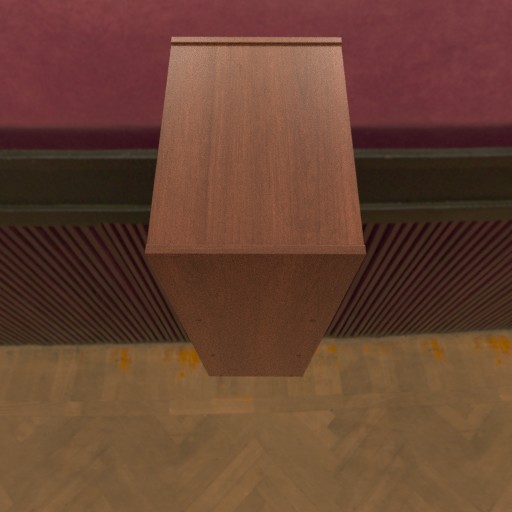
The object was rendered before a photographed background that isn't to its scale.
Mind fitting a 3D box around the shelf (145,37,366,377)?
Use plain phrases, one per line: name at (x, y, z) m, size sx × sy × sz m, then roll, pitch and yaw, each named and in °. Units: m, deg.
shelf at (0.000, 0.000, 1.066) m, size 0.290 × 0.879 × 0.414 m, roll 0°, pitch 65°, yaw 0°
